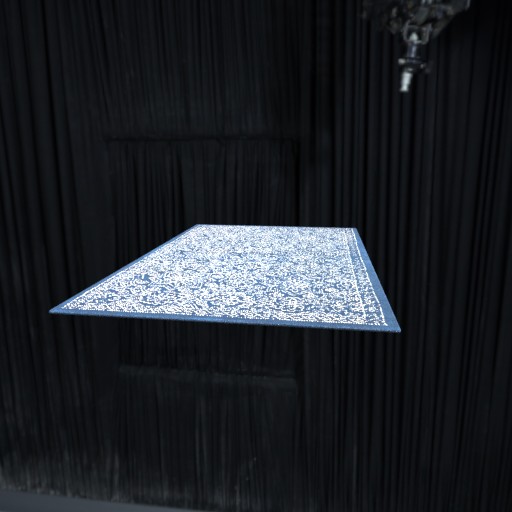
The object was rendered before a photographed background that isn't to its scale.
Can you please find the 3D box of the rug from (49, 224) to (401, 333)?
[{"bbox_3d":[0.000,0.000,3.054,1.526,0.015,2.441,2,13,8],"label":"rug"}]
